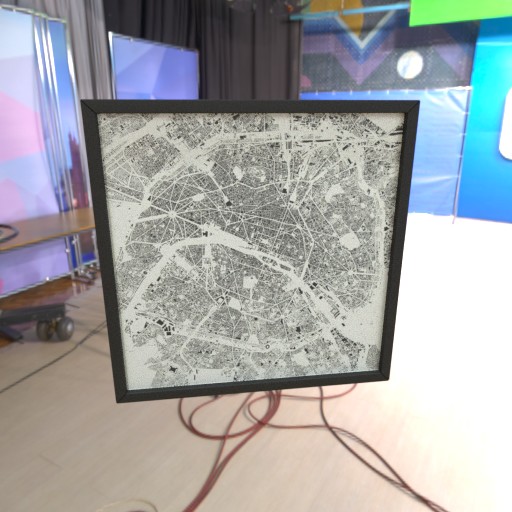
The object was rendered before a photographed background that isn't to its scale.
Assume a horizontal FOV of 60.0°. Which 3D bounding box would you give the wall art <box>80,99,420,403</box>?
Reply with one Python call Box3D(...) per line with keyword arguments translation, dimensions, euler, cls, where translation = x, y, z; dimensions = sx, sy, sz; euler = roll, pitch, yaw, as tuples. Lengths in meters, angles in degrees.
Box3D(translation=(0.000, 0.000, 0.458), dimensions=(0.305, 0.305, 0.037), euler=(-3, 19, -7), cls="wall art")
